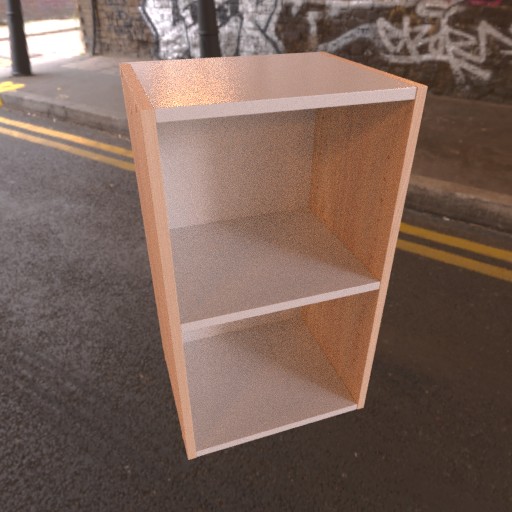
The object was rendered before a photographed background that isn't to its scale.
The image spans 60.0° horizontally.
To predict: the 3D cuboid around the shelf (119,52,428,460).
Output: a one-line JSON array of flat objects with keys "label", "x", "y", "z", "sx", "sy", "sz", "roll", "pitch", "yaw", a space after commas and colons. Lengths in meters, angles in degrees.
[{"label": "shelf", "x": 0.000, "y": 0.000, "z": 0.774, "sx": 0.350, "sy": 0.600, "sz": 0.290, "roll": -10, "pitch": 34, "yaw": -16}]
